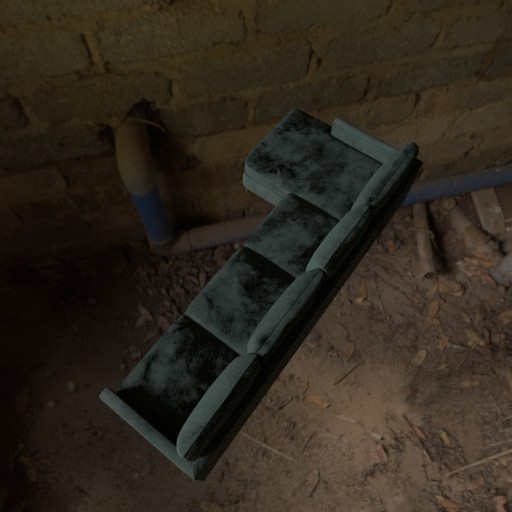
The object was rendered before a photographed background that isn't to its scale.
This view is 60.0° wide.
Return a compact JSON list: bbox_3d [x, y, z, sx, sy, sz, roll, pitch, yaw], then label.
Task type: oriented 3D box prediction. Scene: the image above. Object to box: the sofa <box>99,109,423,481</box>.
[{"bbox_3d":[0.000,0.000,3.984,1.500,0.967,3.400,33,67,16],"label":"sofa"}]
